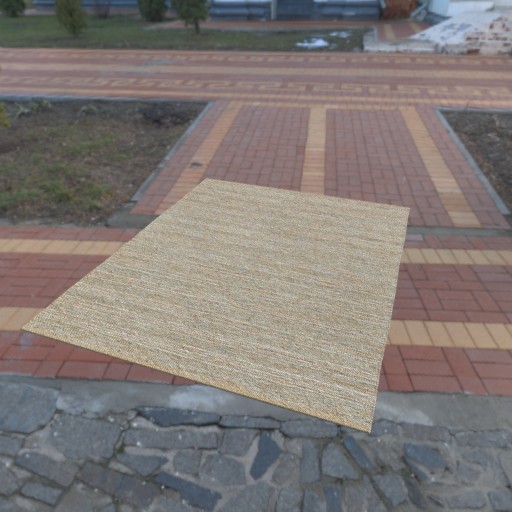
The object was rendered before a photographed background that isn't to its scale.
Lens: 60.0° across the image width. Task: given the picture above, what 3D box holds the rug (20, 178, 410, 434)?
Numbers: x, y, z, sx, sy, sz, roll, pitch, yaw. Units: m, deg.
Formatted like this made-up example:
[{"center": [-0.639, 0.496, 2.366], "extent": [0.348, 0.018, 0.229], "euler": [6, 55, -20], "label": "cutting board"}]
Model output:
[{"center": [0.000, 0.000, 3.997], "extent": [2.471, 0.012, 3.034], "euler": [11, 33, 17], "label": "rug"}]
